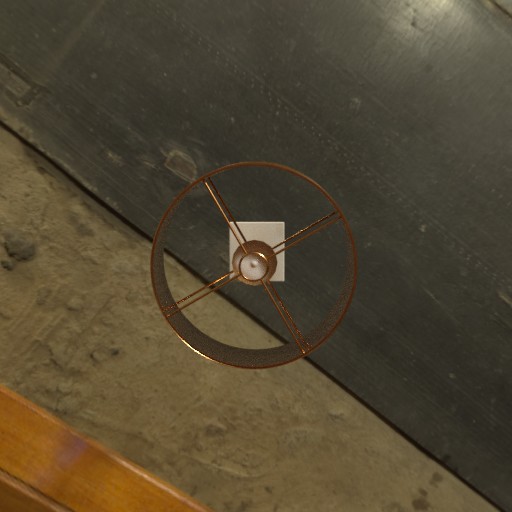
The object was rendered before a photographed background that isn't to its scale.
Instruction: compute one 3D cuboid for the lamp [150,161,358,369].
[{"bbox_3d":[0.000,0.000,0.535,0.208,0.406,0.208,0,92,0],"label":"lamp"}]
